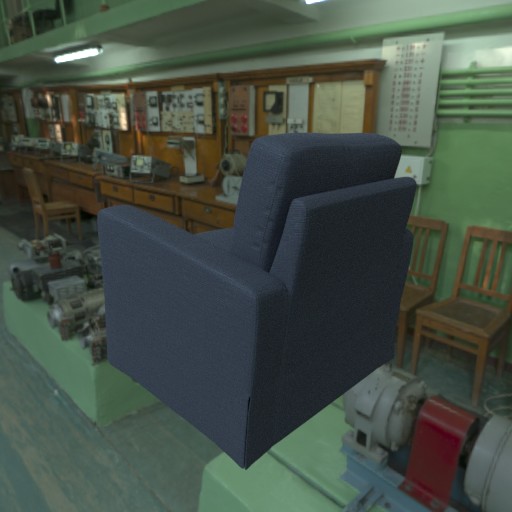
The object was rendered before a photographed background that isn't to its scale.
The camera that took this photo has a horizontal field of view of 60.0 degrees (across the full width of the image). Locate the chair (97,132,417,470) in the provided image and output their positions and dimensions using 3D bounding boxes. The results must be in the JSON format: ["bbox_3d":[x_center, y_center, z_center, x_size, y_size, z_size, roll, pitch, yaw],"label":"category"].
[{"bbox_3d":[0.000,0.000,1.544,0.798,0.855,0.863,-17,25,-42],"label":"chair"}]
